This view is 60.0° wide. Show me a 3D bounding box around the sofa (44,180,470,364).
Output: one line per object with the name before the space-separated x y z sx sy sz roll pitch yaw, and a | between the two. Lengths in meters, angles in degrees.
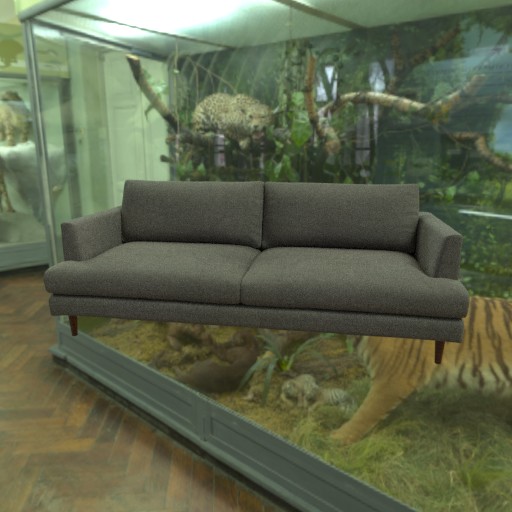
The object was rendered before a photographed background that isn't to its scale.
sofa | 0.000 0.000 2.761 2.250 0.868 1.020 2 14 9
